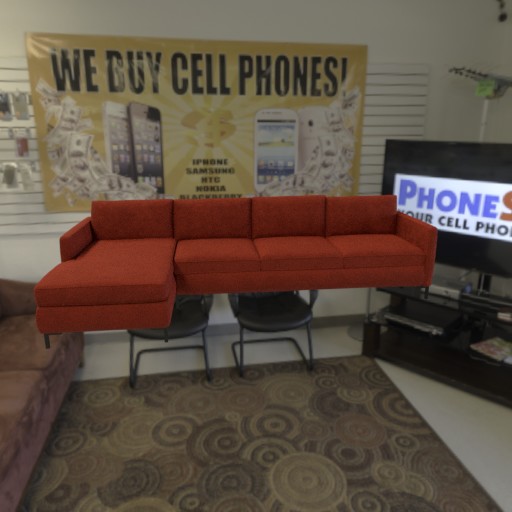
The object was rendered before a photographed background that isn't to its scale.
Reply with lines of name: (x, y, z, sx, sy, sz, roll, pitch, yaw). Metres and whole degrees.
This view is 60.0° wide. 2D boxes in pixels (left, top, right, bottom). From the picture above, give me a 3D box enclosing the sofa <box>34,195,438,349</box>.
sofa: (0.000, 0.000, 2.941, 2.467, 0.663, 1.136, -2, 16, -6)
